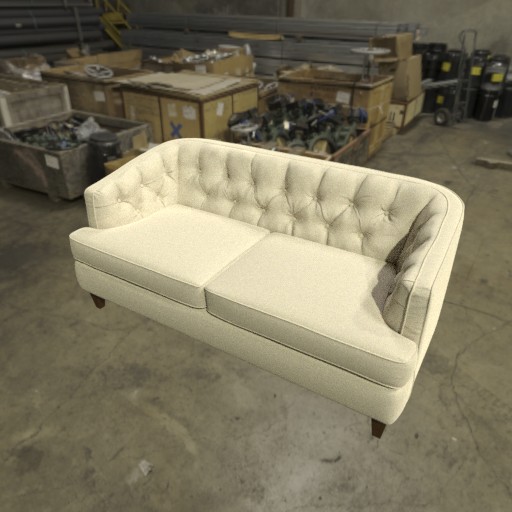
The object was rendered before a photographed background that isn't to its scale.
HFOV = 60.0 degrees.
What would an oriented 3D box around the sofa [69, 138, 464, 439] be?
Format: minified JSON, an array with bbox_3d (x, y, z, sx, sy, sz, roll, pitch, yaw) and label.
[{"bbox_3d":[0.000,0.000,2.207,1.733,0.855,0.941,17,35,27],"label":"sofa"}]
